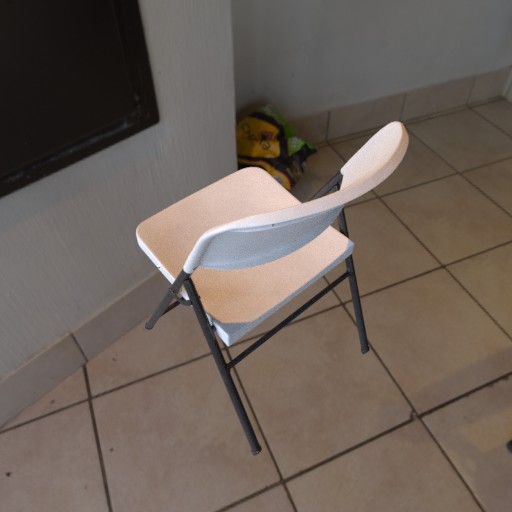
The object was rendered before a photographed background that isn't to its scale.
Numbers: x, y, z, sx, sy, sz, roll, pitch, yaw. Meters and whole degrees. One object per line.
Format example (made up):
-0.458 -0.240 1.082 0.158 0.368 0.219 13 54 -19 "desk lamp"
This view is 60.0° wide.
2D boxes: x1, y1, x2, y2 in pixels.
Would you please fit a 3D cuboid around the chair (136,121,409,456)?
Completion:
0.000 0.000 1.140 0.494 0.810 0.566 -33 56 -27 "chair"
